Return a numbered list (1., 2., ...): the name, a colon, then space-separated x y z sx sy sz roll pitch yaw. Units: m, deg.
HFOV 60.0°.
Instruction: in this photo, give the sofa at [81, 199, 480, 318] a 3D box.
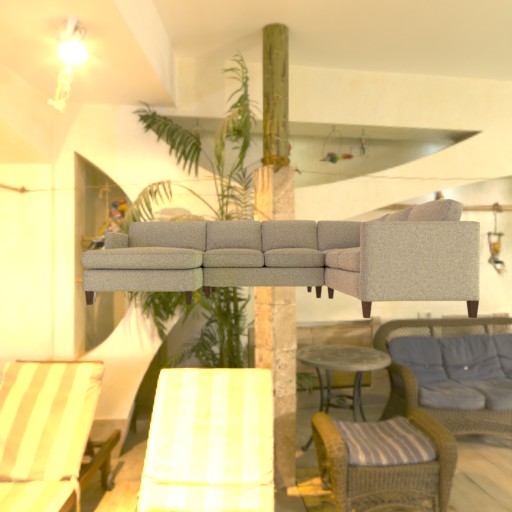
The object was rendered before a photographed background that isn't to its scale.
1. sofa: 0.000 0.000 4.639 3.460 0.959 2.593 0 0 -1
